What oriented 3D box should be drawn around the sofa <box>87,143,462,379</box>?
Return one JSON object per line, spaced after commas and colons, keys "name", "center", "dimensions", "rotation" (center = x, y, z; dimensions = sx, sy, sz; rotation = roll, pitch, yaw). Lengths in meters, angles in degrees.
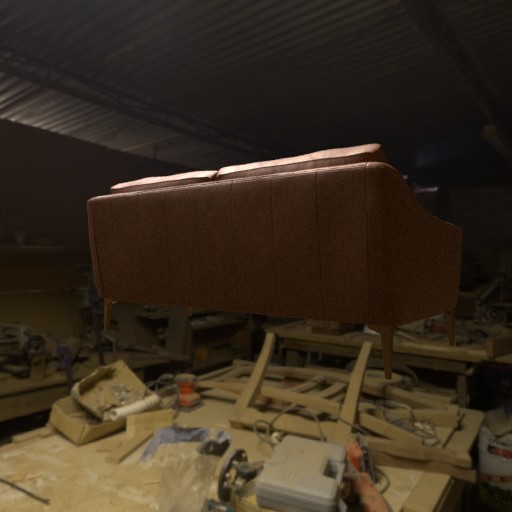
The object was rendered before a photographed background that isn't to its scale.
{"name": "sofa", "center": [0.000, 0.000, 2.548], "dimensions": [2.036, 0.945, 0.981], "rotation": [0, 0, 36]}
